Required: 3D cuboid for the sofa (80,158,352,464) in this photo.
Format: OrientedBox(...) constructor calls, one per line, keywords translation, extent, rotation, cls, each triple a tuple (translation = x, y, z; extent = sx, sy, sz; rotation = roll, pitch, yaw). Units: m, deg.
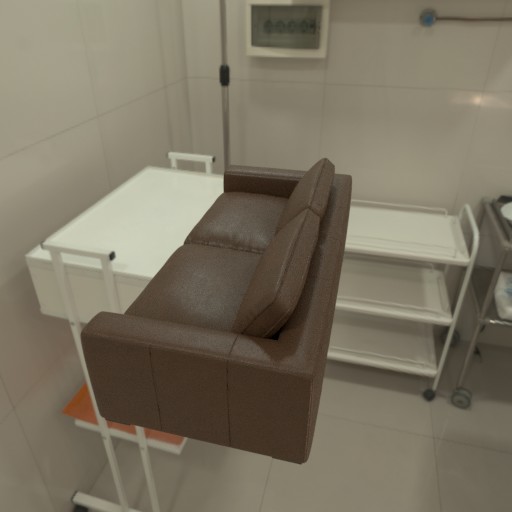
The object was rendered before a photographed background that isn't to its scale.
OrientedBox(translation=(0.000, 0.000, 2.836), extent=(1.070, 0.801, 2.262), rotation=(7, 32, 12), cls="sofa")
